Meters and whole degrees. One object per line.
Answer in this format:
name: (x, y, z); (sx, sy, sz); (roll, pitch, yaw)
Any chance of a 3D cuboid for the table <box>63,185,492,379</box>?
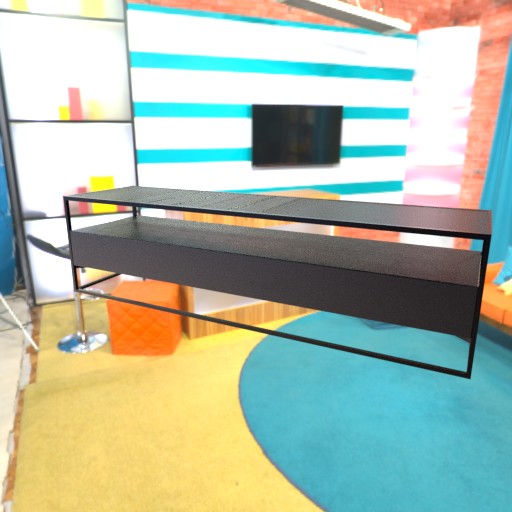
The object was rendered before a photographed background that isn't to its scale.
table: (0.000, 0.000, 1.623); (1.486, 0.395, 0.399); (8, 17, 26)
